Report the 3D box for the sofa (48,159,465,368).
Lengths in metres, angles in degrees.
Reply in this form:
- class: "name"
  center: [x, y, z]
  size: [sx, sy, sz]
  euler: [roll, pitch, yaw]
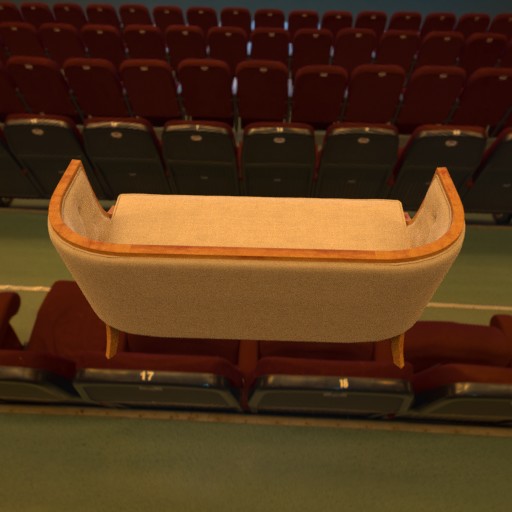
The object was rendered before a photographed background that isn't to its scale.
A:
- class: "sofa"
  center: [0.000, 0.000, 1.903]
  size: [1.474, 0.775, 0.770]
  euler: [1, 46, 1]
